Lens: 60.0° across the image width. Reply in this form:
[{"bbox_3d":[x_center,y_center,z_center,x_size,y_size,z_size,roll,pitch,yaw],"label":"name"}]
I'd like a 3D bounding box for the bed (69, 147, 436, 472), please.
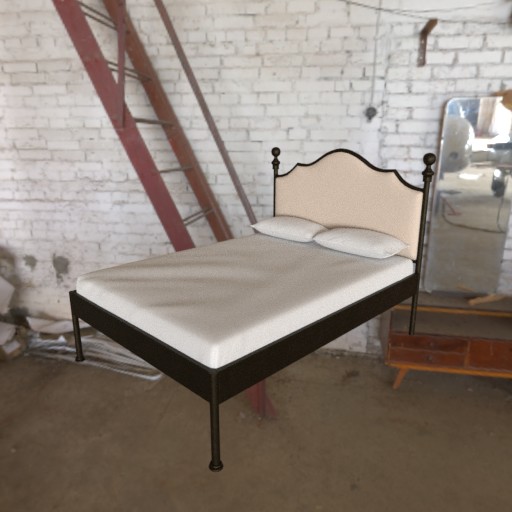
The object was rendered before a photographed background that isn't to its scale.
[{"bbox_3d":[0.000,0.000,3.306,1.642,1.499,2.224,15,22,42],"label":"bed"}]
